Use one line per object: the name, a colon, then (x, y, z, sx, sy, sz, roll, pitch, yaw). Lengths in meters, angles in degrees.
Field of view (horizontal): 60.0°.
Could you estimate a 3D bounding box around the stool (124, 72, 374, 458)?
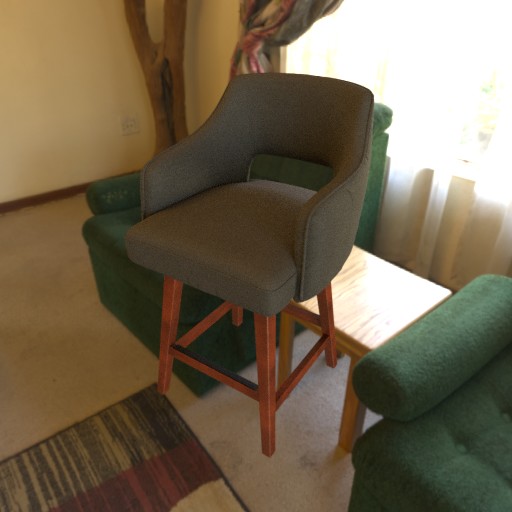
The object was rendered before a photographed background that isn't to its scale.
stool: (0.000, 0.000, 1.274, 0.548, 0.912, 0.558, 19, 36, 29)
